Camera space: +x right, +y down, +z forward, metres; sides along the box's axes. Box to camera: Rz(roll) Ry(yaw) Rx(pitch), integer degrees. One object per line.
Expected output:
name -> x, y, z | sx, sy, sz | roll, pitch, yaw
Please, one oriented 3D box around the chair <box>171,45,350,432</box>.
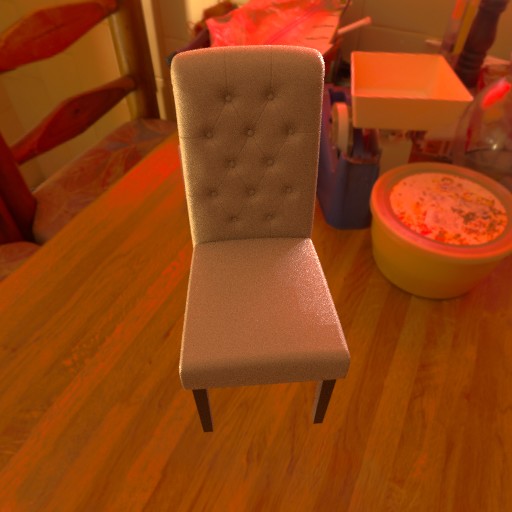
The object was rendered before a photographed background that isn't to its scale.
chair -> 0.000, 0.000, 1.341 | 0.456, 1.006, 0.671 | -3, 47, -3
